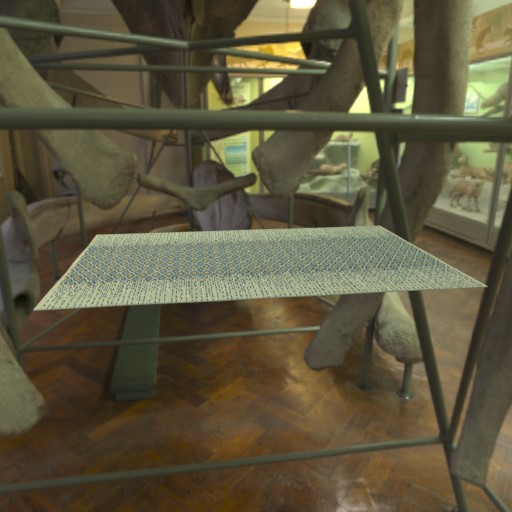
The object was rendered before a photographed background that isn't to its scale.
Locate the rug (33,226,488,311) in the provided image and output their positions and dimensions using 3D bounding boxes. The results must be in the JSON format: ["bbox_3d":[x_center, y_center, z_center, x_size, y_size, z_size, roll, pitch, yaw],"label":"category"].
[{"bbox_3d":[0.000,0.000,3.088,2.448,0.008,1.541,-2,17,-7],"label":"rug"}]
